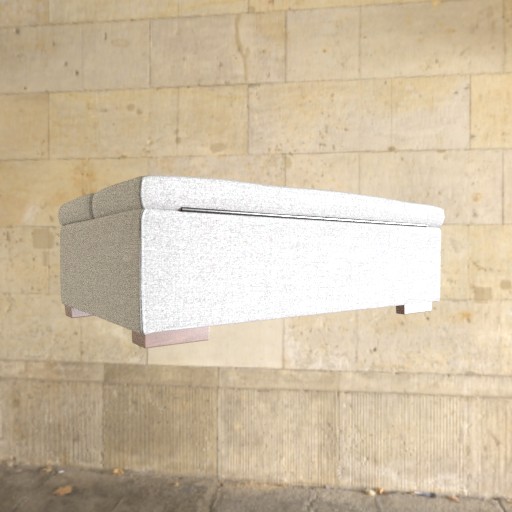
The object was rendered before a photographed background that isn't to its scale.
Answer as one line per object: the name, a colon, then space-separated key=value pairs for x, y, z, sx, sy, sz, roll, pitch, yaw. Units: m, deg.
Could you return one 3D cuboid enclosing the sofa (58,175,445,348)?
sofa: x=0.000 y=0.000 z=1.684 sx=1.250 sy=0.434 sz=0.817 roll=0 pitch=0 yaw=-36
